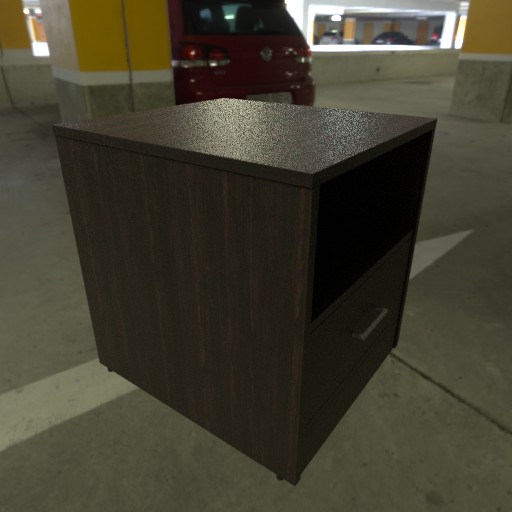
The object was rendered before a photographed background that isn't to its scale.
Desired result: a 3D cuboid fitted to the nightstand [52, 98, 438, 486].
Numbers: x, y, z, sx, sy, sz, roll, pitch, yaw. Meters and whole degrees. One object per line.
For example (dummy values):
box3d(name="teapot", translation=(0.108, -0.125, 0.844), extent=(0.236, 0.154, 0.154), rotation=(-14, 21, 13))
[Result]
box3d(name="nightstand", translation=(0.000, 0.000, 0.784), extent=(0.461, 0.460, 0.400), rotation=(18, 32, 32))
